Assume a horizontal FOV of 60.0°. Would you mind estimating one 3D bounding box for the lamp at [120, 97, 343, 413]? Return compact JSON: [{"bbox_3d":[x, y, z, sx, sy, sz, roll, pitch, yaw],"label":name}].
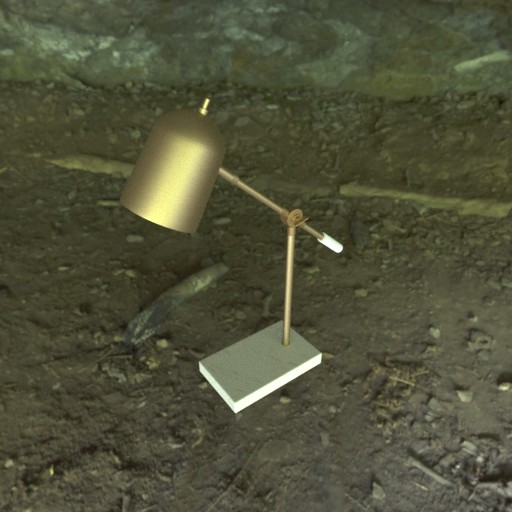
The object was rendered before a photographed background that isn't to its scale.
[{"bbox_3d":[0.000,0.000,0.842,0.471,0.603,0.144,-21,38,-30],"label":"lamp"}]
